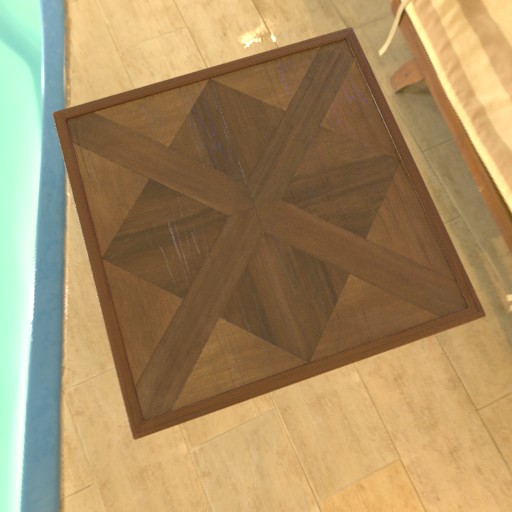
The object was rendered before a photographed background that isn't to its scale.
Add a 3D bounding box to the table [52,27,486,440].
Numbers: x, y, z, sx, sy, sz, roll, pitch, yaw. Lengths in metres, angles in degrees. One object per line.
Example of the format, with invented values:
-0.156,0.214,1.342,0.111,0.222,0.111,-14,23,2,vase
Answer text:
0.000,0.000,0.921,0.503,0.563,0.503,-18,76,-5,table
